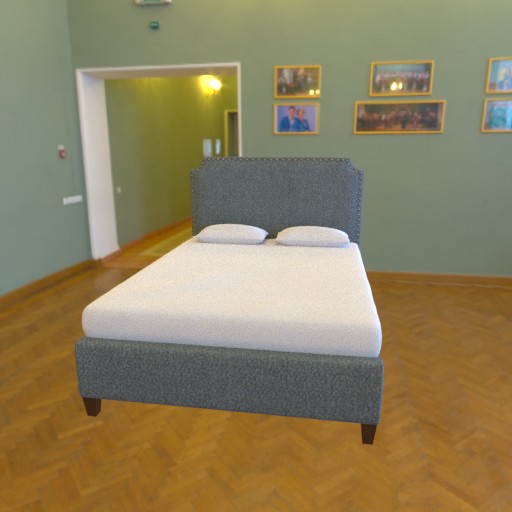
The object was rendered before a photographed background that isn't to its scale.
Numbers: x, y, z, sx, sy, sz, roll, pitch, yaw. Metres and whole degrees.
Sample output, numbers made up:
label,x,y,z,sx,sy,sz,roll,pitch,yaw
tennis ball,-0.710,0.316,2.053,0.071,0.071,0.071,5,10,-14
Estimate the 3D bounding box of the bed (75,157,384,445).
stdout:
label,x,y,z,sx,sy,sz,roll,pitch,yaw
bed,0.000,0.000,3.403,1.712,1.443,2.372,2,14,9
